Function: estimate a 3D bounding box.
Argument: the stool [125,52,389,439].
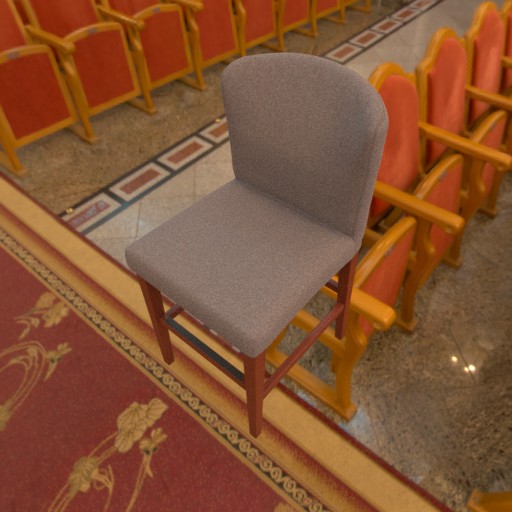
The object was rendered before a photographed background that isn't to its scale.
[{"bbox_3d":[0.000,0.000,1.293,0.481,0.968,0.568,31,53,27],"label":"stool"}]
